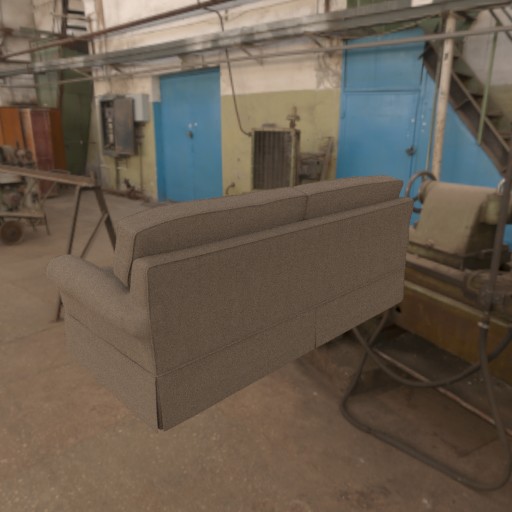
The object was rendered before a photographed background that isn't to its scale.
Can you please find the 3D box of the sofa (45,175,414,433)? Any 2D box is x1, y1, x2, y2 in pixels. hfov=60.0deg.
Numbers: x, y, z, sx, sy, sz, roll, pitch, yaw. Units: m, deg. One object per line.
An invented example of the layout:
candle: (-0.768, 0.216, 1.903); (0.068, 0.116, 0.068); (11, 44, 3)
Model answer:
sofa: (0.000, 0.000, 2.787); (2.248, 0.943, 0.991); (-16, 23, -42)
